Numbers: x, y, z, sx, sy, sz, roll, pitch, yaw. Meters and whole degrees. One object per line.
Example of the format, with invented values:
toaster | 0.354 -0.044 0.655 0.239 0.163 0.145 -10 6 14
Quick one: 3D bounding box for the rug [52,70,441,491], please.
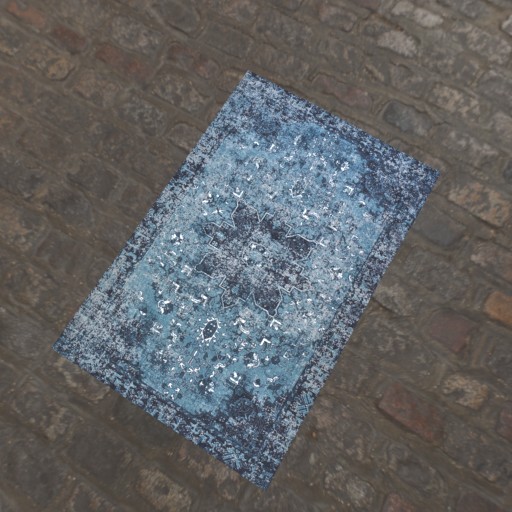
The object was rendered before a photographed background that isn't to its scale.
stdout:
rug | 0.000 0.000 2.270 1.219 0.005 1.828 31 78 7
